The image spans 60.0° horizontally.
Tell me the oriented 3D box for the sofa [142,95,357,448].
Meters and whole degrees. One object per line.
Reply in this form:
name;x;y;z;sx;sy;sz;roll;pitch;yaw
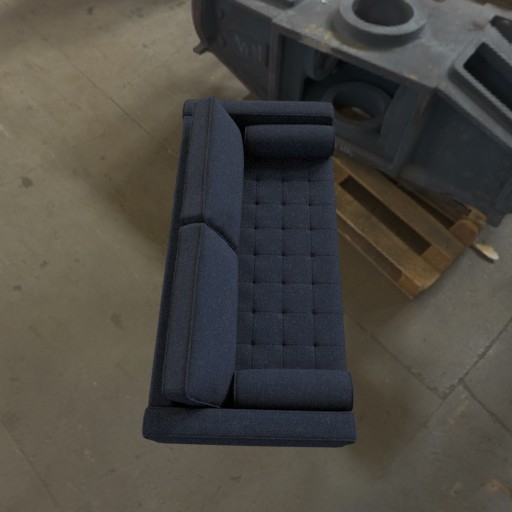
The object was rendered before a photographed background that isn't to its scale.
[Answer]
sofa;0.000;0.000;2.395;0.914;0.762;1.880;1;64;1
